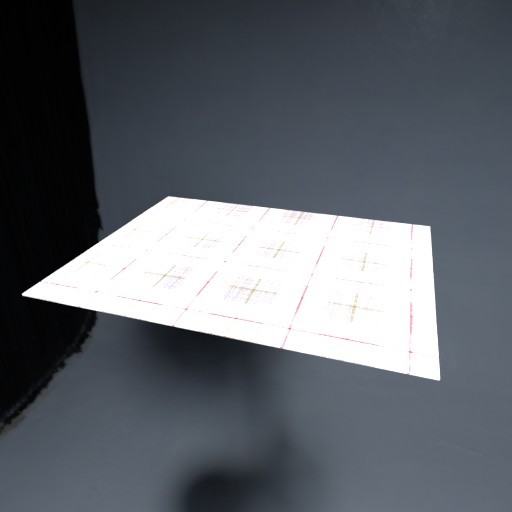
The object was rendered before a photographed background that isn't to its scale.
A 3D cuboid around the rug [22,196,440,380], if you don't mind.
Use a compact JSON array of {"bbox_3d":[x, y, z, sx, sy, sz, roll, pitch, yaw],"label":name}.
[{"bbox_3d":[0.000,0.000,3.921,2.959,0.016,2.317,8,28,16],"label":"rug"}]
